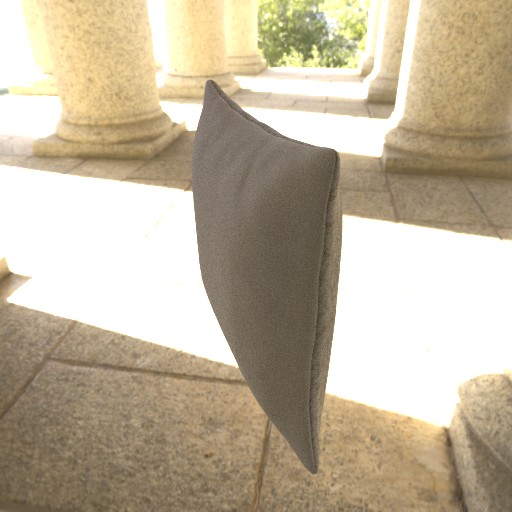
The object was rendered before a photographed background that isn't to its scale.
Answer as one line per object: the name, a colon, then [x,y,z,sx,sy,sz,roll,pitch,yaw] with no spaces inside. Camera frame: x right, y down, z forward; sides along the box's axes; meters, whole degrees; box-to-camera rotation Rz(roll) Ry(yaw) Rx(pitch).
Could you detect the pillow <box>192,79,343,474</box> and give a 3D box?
pillow: [0.000,0.000,0.772,0.166,0.510,0.523,-10,31,-17]
